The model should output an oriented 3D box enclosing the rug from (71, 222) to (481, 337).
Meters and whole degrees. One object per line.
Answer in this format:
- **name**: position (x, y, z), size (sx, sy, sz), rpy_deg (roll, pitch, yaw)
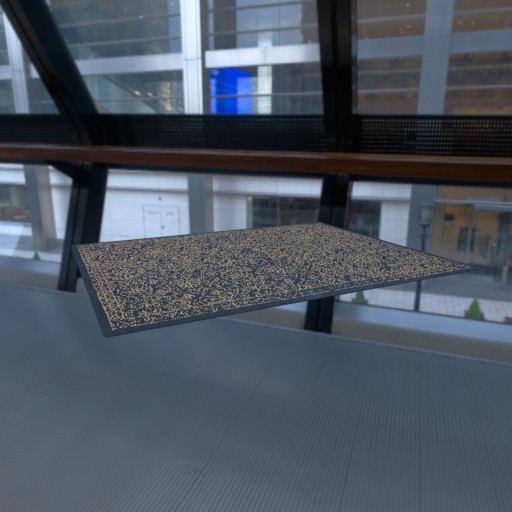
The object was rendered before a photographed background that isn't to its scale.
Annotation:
- **rug**: position (0.000, 0.000, 4.142), size (3.048, 0.010, 2.438), rpy_deg (-7, 16, -25)
